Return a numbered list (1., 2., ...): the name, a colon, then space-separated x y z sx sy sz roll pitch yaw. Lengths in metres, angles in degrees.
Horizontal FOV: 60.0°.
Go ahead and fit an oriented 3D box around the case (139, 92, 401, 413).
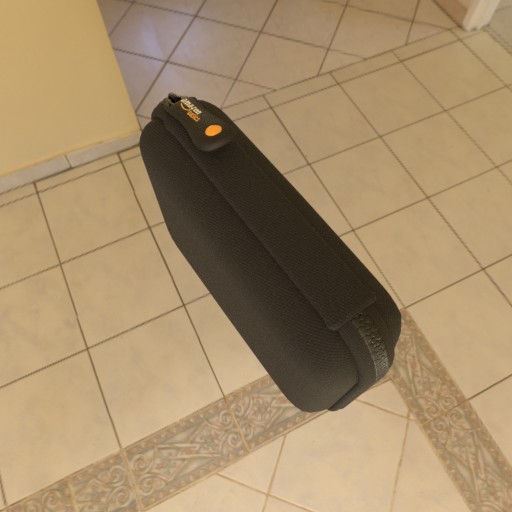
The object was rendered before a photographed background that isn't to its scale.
1. case: 0.000 0.000 0.180 0.038 0.105 0.132 -33 68 -15
